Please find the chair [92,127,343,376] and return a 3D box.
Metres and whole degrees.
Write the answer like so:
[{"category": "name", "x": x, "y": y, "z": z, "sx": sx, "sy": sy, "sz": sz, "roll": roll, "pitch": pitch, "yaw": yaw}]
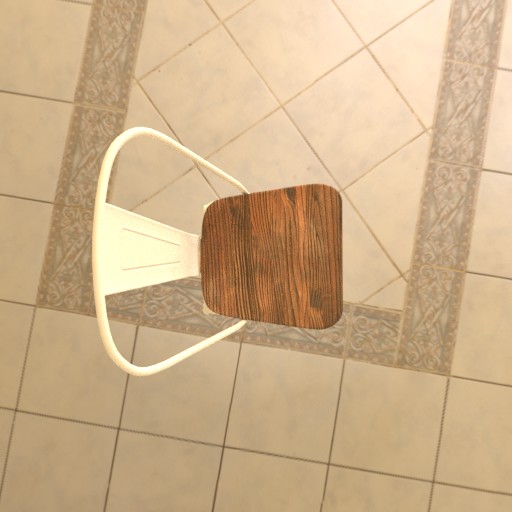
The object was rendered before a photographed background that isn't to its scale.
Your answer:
[{"category": "chair", "x": 0.000, "y": 0.000, "z": 1.125, "sx": 0.521, "sy": 0.851, "sz": 0.452, "roll": 0, "pitch": 88, "yaw": 0}]
